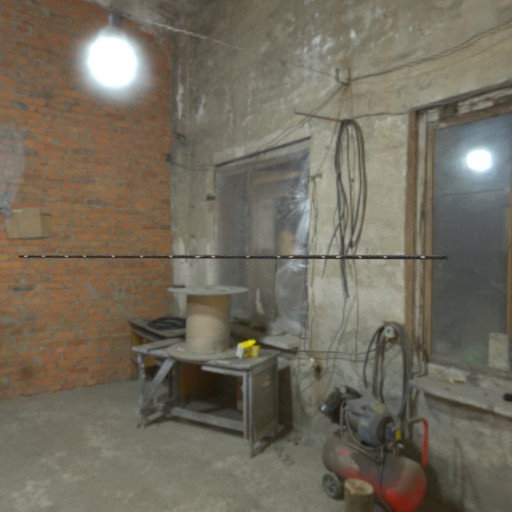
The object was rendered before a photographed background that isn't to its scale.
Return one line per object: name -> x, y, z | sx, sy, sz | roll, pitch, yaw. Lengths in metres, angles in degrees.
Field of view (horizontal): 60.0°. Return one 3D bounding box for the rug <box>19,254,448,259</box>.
rug -> 0.000, 0.000, 4.060 | 3.047, 0.022, 2.439 | 0, 0, 18
